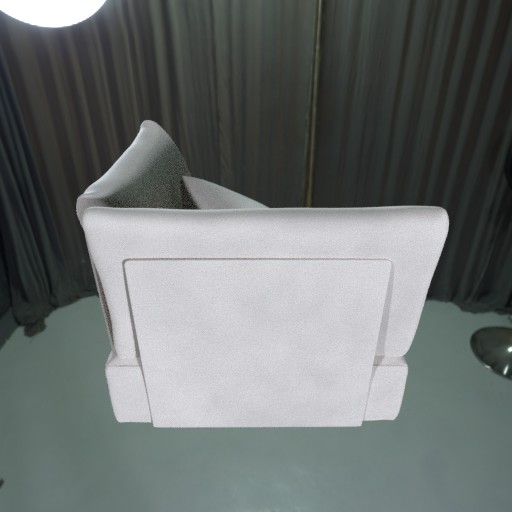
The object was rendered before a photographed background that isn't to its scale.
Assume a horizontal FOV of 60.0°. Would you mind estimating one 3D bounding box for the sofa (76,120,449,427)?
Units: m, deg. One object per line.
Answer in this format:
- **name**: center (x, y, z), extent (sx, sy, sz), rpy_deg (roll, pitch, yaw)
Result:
- **sofa**: center (0.000, 0.000, 1.714), extent (1.000, 0.820, 1.000), rpy_deg (0, 30, 0)
